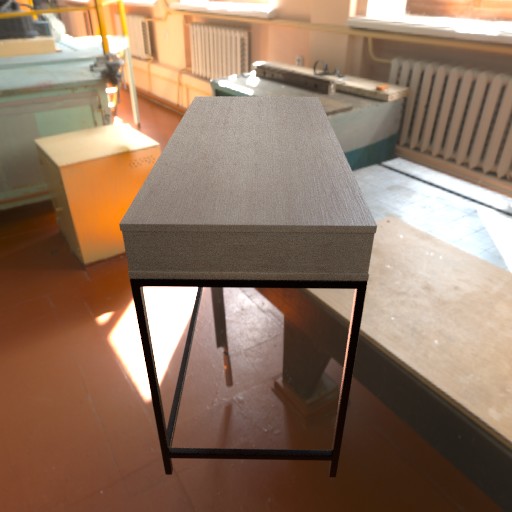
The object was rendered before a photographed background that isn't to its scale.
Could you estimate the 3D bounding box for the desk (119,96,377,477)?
[{"bbox_3d":[0.000,0.000,1.417,0.470,0.762,1.016,1,32,1],"label":"desk"}]
